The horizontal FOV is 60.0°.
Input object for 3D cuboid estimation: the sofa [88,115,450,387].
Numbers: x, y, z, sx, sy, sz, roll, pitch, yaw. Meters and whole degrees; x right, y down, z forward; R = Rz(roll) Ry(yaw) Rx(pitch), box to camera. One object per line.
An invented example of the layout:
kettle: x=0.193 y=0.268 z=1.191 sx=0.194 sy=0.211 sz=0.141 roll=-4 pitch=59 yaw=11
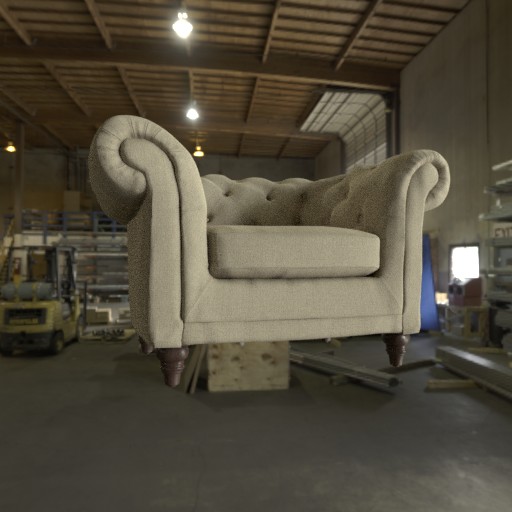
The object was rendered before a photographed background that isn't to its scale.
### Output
sofa: x=0.000 y=0.000 z=1.997 sx=1.405 sy=0.878 sz=1.034 roll=0 pitch=-1 yaw=-19
